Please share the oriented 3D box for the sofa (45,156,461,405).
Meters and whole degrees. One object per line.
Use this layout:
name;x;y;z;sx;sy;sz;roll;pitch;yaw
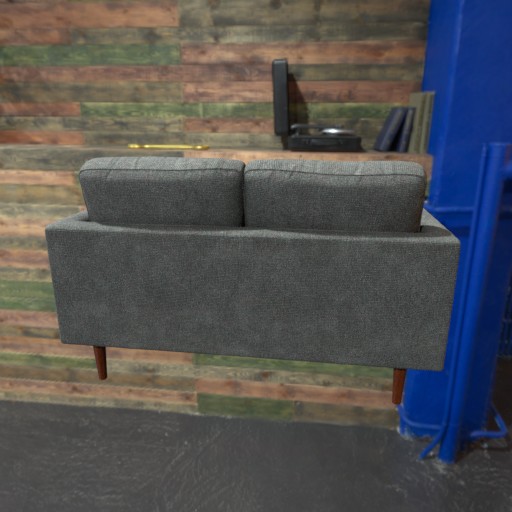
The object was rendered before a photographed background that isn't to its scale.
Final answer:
sofa;0.000;0.000;2.096;1.582;0.956;0.903;2;18;8
